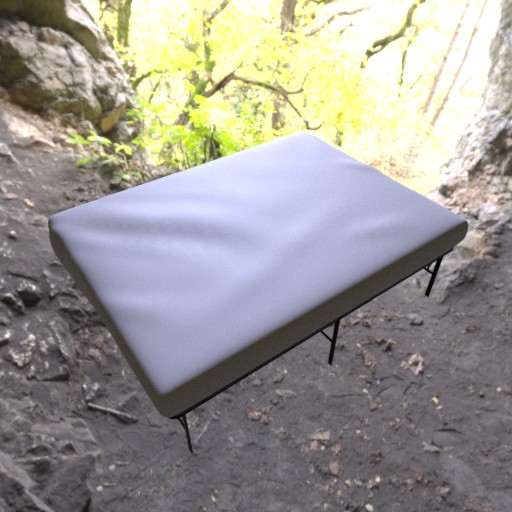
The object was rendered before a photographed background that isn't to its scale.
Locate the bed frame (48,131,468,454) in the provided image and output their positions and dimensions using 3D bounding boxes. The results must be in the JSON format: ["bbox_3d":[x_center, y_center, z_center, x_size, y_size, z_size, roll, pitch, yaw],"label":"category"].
[{"bbox_3d":[0.000,0.000,2.884,2.151,0.667,1.584,-25,47,-26],"label":"bed frame"}]
